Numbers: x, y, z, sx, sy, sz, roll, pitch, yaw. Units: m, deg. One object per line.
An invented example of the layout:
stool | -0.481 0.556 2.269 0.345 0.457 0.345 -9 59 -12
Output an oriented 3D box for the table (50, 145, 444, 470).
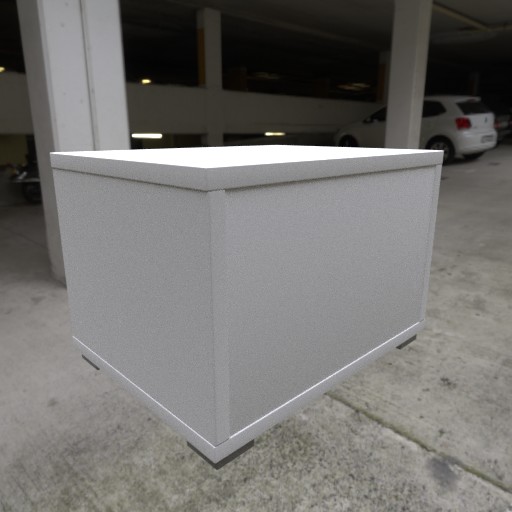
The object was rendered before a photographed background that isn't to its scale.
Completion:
table | 0.000 0.000 0.779 0.517 0.357 0.399 -15 22 -42
